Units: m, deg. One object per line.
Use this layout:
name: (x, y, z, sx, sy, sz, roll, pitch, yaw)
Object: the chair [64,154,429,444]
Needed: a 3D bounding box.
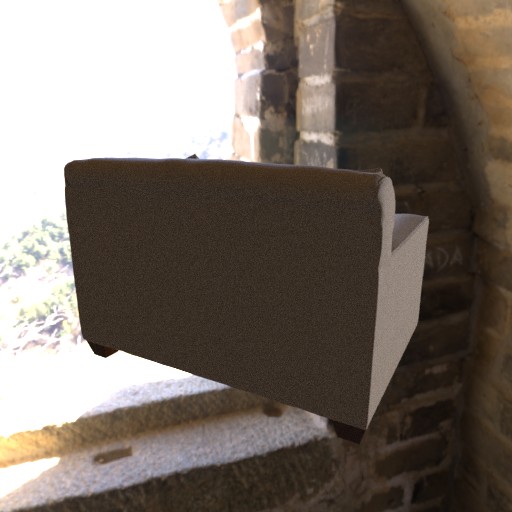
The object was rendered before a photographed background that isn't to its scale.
chair: (0.000, 0.000, 2.078, 1.383, 0.948, 1.000, 9, 18, 28)
